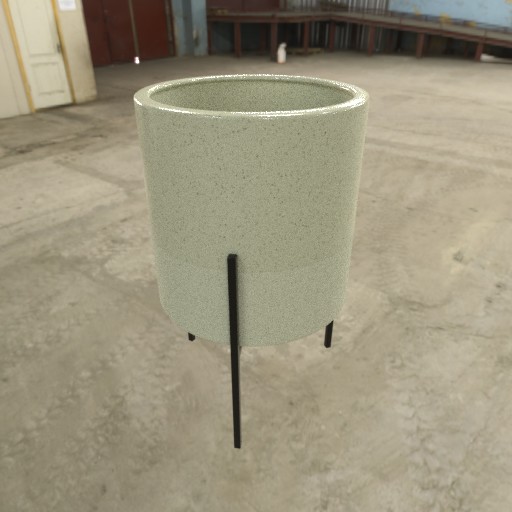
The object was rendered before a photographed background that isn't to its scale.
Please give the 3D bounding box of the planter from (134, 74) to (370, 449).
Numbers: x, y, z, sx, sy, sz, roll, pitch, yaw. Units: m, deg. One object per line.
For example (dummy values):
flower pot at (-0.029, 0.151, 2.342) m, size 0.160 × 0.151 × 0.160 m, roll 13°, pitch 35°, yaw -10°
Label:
planter at (0.000, 0.000, 0.547) m, size 0.243 × 0.390 × 0.234 m, roll -11°, pitch 32°, yaw -19°
